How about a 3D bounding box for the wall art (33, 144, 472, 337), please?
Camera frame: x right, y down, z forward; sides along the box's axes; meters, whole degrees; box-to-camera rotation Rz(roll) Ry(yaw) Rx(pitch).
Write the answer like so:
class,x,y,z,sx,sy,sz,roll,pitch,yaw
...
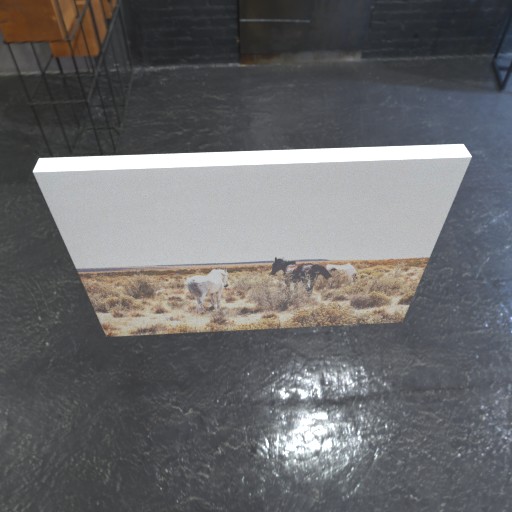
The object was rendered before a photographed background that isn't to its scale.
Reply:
class,x,y,z,sx,sy,sz,roll,pitch,yaw
wall art,0.000,0.000,1.159,0.914,0.610,0.050,-2,47,-2
